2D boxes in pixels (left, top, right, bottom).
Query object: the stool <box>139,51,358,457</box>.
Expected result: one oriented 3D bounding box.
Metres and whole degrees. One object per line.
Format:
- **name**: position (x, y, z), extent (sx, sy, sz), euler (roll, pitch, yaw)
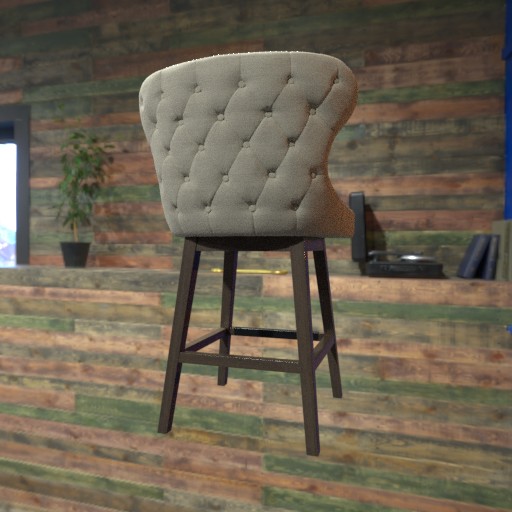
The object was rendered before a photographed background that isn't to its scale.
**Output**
- **stool**: position (0.000, 0.000, 1.327), extent (0.615, 0.972, 0.597), euler (1, 2, 18)
